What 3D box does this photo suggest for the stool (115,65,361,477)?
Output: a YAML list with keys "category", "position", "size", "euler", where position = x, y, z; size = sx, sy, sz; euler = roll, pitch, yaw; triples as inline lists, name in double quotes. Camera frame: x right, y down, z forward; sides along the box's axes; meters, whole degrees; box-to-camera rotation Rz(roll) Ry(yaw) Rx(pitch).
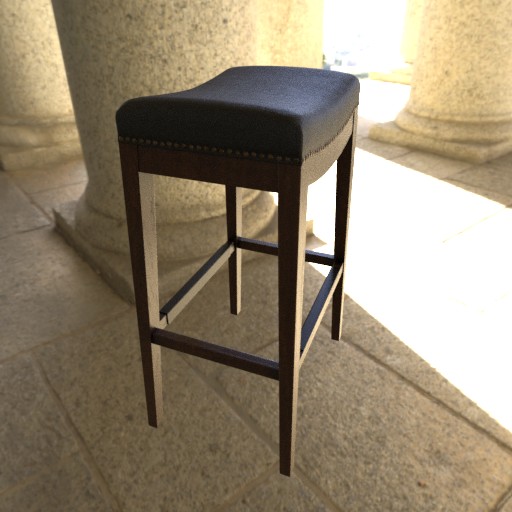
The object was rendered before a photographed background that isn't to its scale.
- category: "stool"
  position: [0.000, 0.000, 1.025]
  size: [0.361, 0.765, 0.500]
  euler: [12, 32, 19]
